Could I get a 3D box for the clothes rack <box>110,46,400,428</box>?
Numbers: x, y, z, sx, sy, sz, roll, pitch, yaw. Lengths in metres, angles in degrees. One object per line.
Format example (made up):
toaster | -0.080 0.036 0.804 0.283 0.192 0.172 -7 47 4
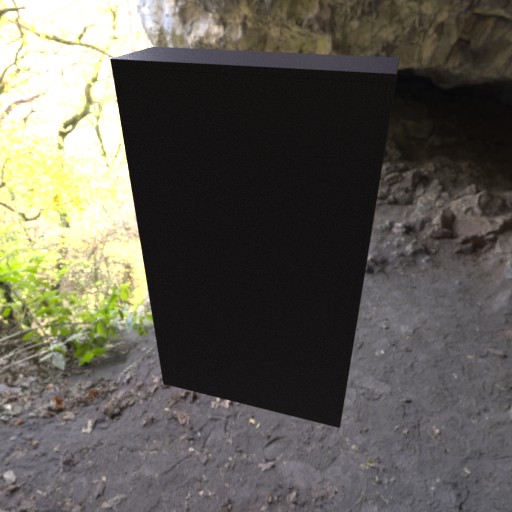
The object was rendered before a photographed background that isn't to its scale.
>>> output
clothes rack | 0.000 0.000 1.551 0.750 1.280 0.250 9 34 14
